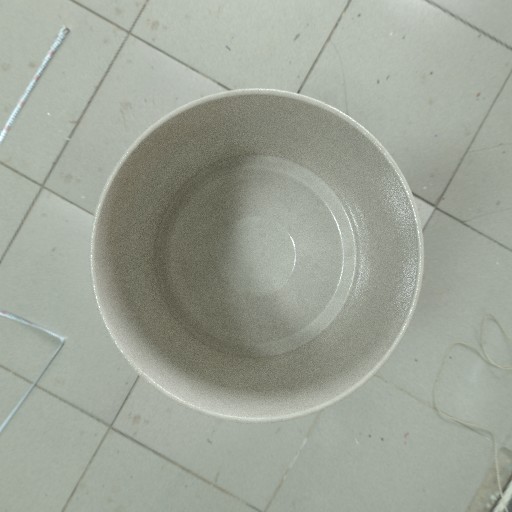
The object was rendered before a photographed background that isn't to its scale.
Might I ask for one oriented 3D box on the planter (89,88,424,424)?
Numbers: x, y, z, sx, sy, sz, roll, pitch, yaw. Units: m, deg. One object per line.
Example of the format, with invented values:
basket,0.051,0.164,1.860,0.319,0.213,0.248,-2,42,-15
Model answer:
planter,0.000,0.000,0.448,0.250,0.239,0.250,0,90,0
